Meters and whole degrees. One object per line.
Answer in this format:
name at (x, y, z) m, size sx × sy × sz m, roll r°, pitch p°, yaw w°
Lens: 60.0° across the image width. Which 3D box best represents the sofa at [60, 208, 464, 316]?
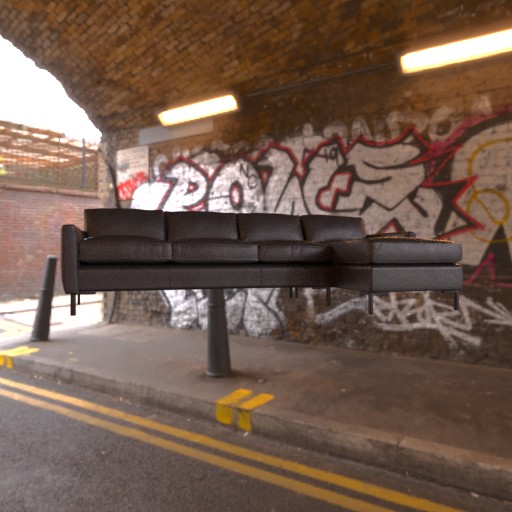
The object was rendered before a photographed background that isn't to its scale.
sofa at (0.000, 0.000, 3.699) m, size 2.993 × 0.859 × 1.471 m, roll 0°, pitch 0°, yaw -18°
